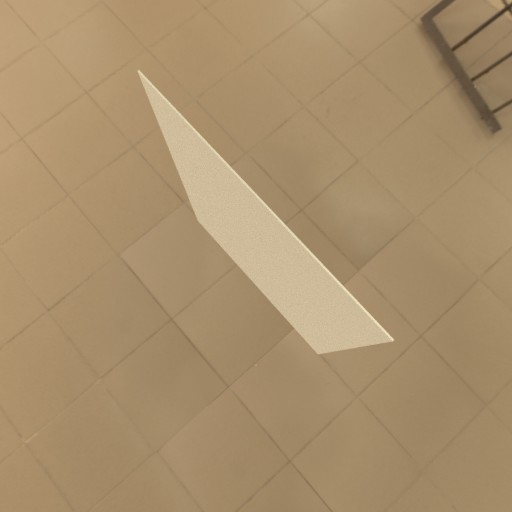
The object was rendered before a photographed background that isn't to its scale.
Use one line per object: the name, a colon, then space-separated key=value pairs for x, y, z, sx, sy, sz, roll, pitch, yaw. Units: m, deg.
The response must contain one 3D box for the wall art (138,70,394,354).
wall art: x=0.000 y=0.000 z=0.826 sx=0.003 sy=0.609 sz=0.457 roll=-41 pitch=80 yaw=-9
